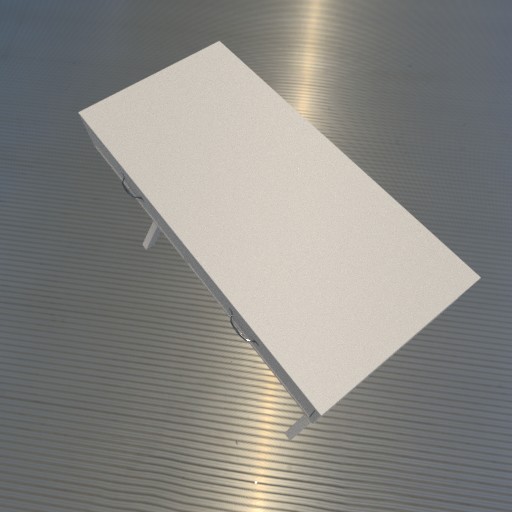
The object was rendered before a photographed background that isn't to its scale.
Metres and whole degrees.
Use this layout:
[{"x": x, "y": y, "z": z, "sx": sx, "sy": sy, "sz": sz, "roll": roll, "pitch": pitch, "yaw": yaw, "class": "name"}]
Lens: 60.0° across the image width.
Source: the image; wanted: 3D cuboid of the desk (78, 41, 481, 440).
[{"x": 0.000, "y": 0.000, "z": 1.510, "sx": 0.525, "sy": 0.780, "sz": 1.057, "roll": -35, "pitch": 68, "yaw": -16, "class": "desk"}]
